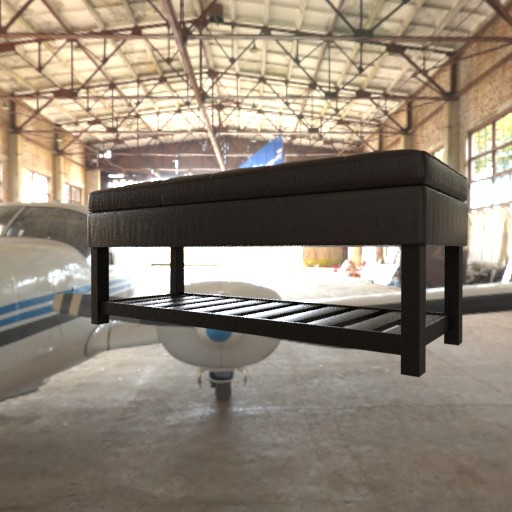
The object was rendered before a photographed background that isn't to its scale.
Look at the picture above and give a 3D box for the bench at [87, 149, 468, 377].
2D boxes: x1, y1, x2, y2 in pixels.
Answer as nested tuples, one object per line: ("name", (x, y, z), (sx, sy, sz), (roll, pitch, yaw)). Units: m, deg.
("bench", (0.000, 0.000, 1.336), (1.105, 0.460, 0.432), (1, 1, 36))
